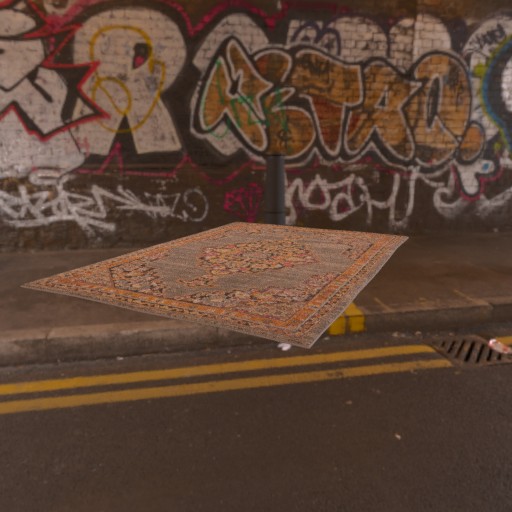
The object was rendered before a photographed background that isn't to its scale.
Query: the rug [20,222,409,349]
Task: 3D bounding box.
[{"bbox_3d":[0.000,0.000,3.738,2.043,0.026,2.901,7,15,26],"label":"rug"}]
